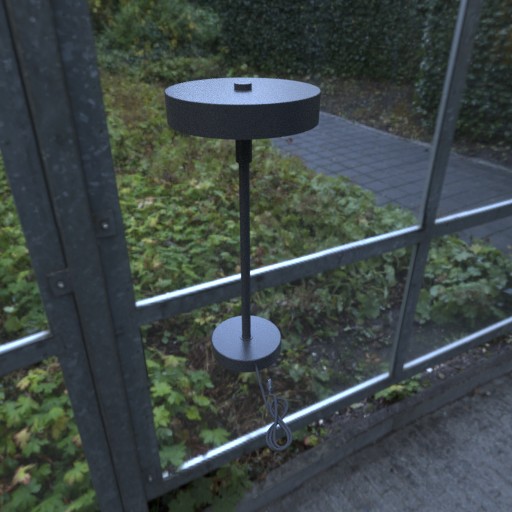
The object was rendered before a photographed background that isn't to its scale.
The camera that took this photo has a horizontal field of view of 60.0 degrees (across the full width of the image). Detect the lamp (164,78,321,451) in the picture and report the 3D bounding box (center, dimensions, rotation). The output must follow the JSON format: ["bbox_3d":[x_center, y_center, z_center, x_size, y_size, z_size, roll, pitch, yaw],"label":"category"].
[{"bbox_3d":[0.000,0.000,0.717,0.229,0.508,0.369,-8,31,-14],"label":"lamp"}]
